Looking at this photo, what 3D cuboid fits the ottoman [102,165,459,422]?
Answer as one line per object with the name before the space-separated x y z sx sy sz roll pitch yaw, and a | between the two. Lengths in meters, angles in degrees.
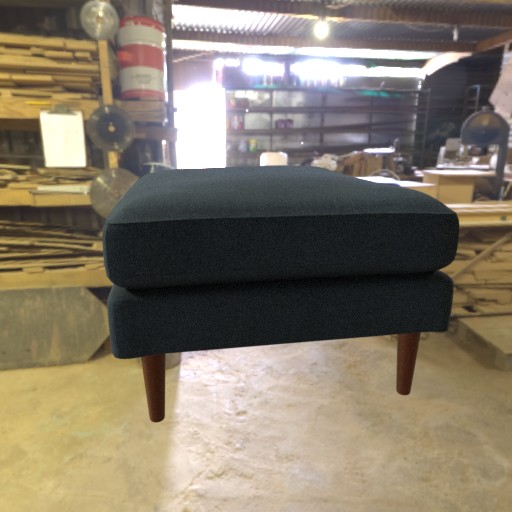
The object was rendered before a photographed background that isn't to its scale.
ottoman | 0.000 0.000 1.235 0.693 0.474 0.821 -3 15 -10
